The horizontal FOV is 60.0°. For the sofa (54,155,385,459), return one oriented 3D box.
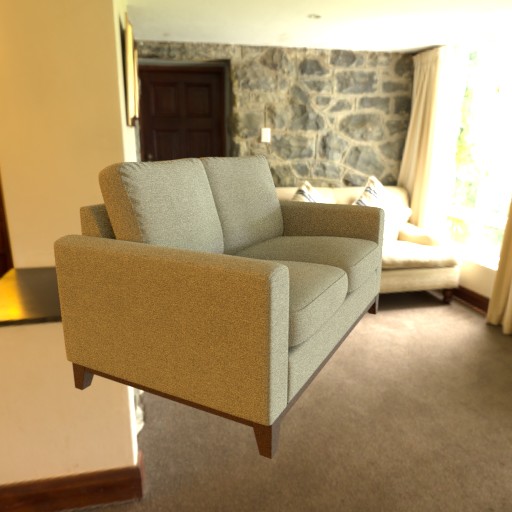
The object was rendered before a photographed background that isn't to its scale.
[{"bbox_3d":[0.000,0.000,2.033,0.917,0.873,1.420,8,16,27],"label":"sofa"}]
